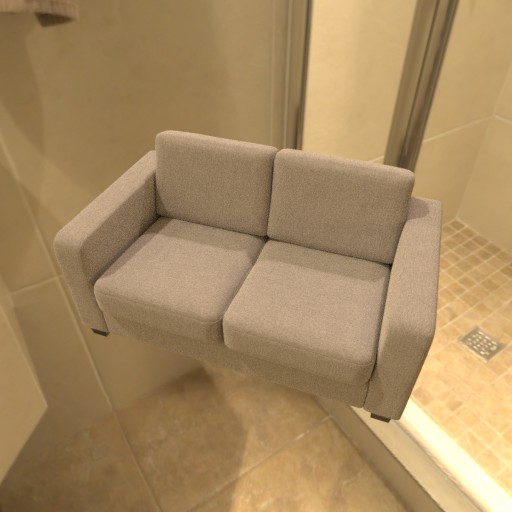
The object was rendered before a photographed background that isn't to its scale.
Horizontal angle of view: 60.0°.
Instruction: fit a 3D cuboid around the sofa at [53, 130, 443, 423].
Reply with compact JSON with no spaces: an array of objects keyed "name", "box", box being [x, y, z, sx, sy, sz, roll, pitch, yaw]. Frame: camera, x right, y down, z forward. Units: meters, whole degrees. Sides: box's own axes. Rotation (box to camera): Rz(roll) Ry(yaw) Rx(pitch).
[{"name":"sofa","box":[0.000,0.000,2.043,1.540,0.800,0.900,13,42,15]}]
